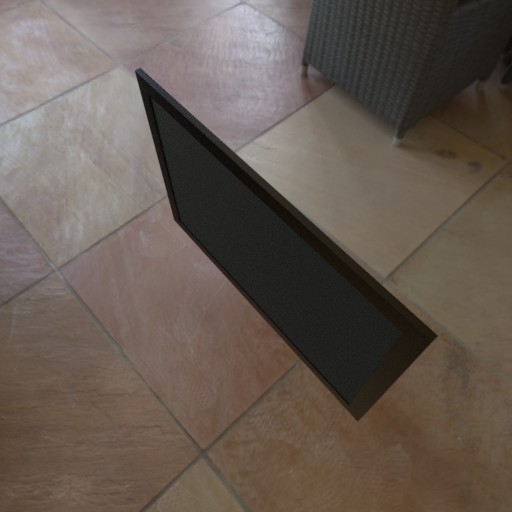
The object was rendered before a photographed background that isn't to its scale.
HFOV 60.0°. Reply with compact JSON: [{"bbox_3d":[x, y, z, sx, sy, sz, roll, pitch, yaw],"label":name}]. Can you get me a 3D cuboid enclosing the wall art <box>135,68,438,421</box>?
[{"bbox_3d":[0.000,0.000,0.846,0.013,0.447,0.660,-35,65,-20],"label":"wall art"}]
